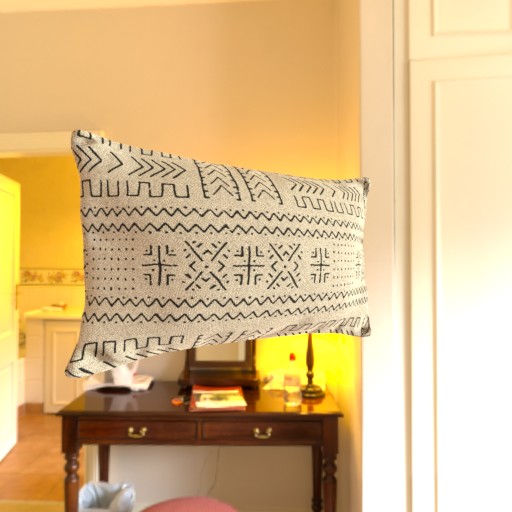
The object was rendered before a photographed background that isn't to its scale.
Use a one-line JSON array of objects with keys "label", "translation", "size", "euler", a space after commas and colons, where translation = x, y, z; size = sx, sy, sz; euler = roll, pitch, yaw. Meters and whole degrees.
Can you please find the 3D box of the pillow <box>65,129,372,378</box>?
[{"label": "pillow", "translation": [0.000, 0.000, 0.796], "size": [0.637, 0.352, 0.188], "euler": [1, -1, -35]}]
